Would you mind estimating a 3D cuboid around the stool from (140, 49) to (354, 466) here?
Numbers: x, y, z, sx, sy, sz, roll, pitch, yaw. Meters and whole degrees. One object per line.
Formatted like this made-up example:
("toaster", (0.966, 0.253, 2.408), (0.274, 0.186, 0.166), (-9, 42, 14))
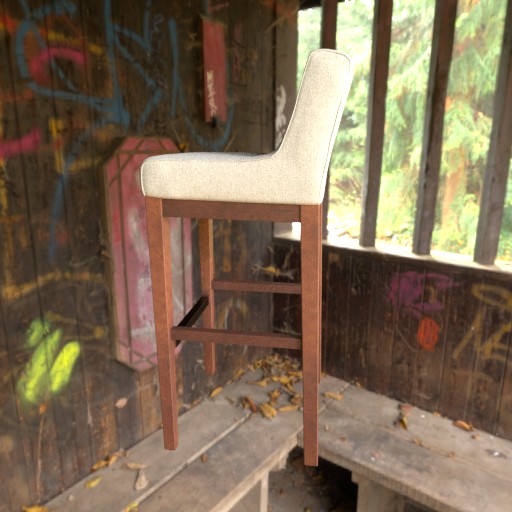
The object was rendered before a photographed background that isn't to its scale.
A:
("stool", (0.000, 0.000, 1.309), (0.500, 1.037, 0.511), (2, 15, 9))
